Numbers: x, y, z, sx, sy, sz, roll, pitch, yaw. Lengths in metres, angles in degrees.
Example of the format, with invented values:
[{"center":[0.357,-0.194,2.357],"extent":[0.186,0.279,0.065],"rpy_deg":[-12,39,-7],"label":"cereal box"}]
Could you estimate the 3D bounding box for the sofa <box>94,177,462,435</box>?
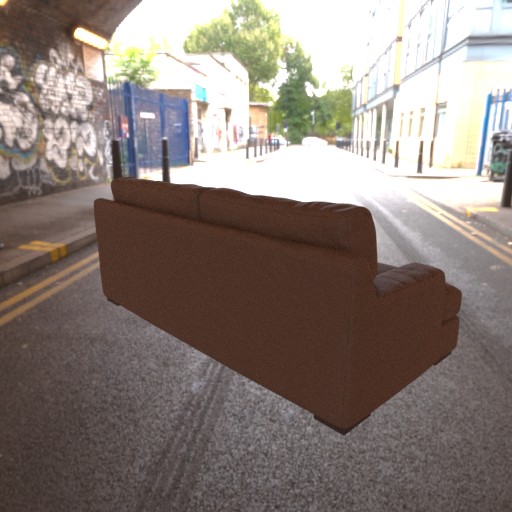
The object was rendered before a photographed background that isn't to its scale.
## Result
[{"center":[0.000,0.000,2.864],"extent":[1.140,0.950,2.274],"rpy_deg":[-14,20,-42],"label":"sofa"}]
